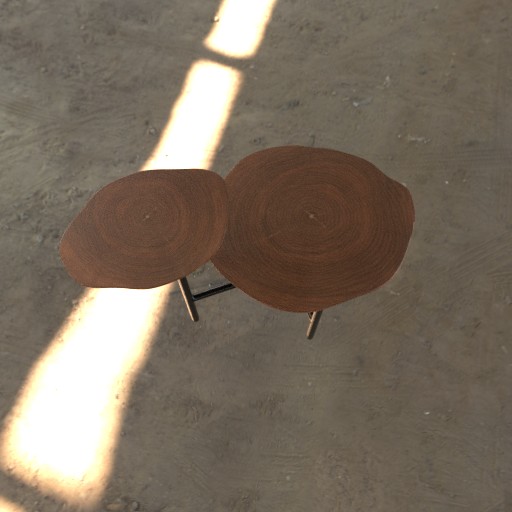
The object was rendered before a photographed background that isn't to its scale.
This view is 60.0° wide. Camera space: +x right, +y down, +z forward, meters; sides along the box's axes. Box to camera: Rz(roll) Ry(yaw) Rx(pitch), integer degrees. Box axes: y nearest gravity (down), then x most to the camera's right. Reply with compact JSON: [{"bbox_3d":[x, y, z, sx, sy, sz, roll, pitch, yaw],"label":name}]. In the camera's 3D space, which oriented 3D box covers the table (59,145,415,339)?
[{"bbox_3d":[0.000,0.000,1.099,0.759,0.538,0.442,-17,63,-9],"label":"table"}]
